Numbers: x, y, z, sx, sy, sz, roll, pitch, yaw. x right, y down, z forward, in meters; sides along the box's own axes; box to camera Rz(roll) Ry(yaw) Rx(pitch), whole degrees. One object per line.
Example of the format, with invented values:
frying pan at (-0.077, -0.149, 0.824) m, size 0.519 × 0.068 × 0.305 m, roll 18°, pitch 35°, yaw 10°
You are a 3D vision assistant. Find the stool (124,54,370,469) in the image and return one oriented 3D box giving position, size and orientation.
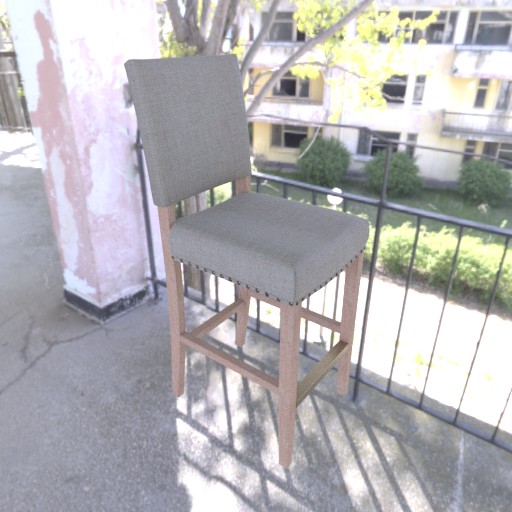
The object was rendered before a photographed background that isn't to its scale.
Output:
stool at (0.000, 0.000, 1.442) m, size 0.585 × 1.173 × 0.445 m, roll 19°, pitch 32°, yaw 32°
